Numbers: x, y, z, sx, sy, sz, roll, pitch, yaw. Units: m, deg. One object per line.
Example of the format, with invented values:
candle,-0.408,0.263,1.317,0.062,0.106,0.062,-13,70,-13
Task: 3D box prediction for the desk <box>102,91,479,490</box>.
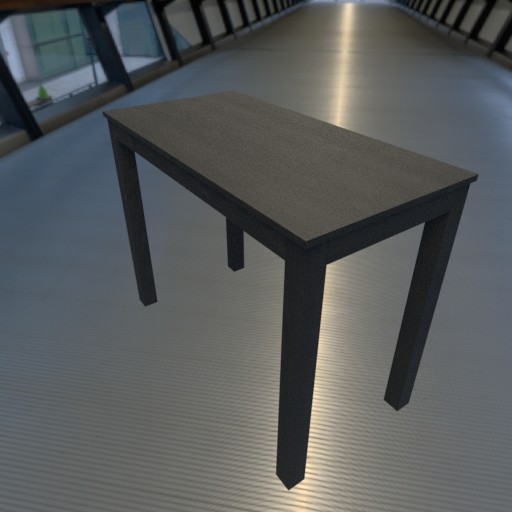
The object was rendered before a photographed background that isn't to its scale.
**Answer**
desk,0.000,0.000,1.399,0.499,0.762,0.991,-21,38,-29
